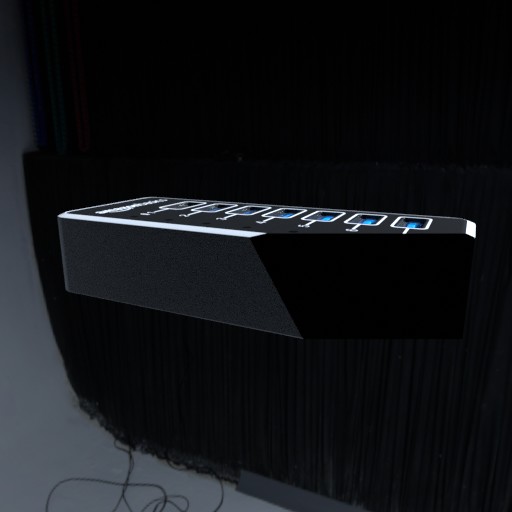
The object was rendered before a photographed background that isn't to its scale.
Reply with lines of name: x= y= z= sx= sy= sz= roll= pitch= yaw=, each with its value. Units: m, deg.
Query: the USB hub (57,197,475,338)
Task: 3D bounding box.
USB hub: x=0.000 y=0.000 z=0.126 sx=0.110 sy=0.023 sz=0.044 roll=7 pitch=16 yaw=25
